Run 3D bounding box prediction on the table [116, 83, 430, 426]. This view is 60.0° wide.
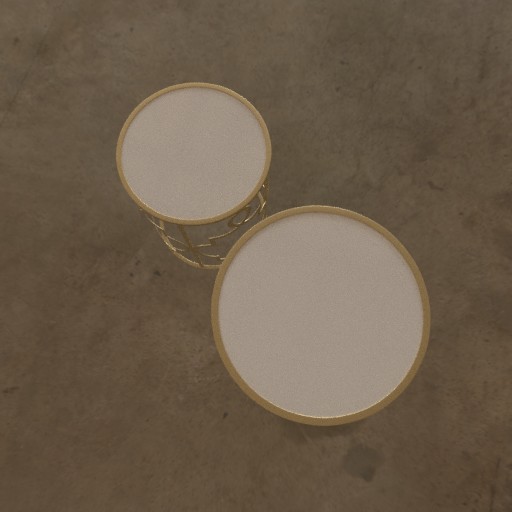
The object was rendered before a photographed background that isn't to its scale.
[{"bbox_3d":[0.000,0.000,1.164,0.420,0.564,0.846,-35,79,-8],"label":"table"}]
